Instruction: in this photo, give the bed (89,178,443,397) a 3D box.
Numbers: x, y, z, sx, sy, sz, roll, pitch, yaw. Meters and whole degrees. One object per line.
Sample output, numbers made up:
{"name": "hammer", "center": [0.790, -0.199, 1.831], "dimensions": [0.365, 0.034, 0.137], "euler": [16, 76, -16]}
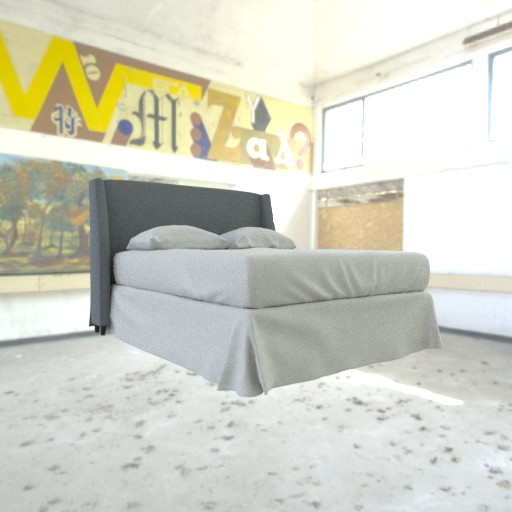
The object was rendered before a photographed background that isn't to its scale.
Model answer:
{"name": "bed", "center": [0.000, 0.000, 3.491], "dimensions": [1.925, 1.332, 2.276], "euler": [-1, 1, -37]}
